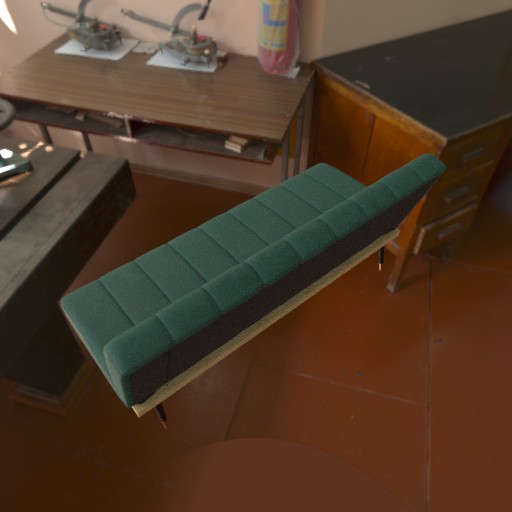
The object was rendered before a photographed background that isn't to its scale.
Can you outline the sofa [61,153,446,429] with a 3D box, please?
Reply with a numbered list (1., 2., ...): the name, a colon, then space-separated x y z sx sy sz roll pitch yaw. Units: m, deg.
1. sofa: 0.000 0.000 2.292 1.810 0.820 0.830 -31 53 -26
